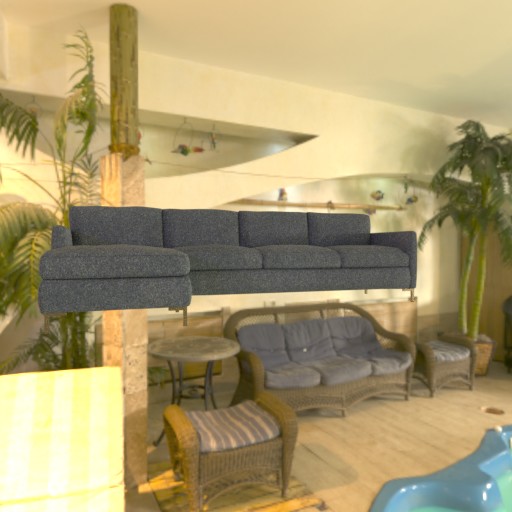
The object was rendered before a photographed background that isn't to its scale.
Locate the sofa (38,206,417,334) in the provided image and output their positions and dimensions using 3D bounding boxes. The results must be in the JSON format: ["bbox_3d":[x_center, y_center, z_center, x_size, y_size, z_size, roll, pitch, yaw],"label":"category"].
[{"bbox_3d":[0.000,0.000,3.450,2.932,0.810,1.350,0,1,-20],"label":"sofa"}]
